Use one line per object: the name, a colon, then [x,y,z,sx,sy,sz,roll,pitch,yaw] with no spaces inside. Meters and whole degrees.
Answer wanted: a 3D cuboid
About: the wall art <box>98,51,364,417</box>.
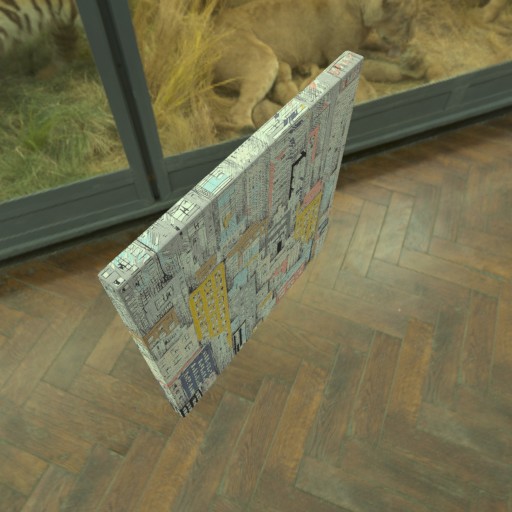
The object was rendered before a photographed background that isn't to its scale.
wall art: [0.000,0.000,1.160,0.048,0.762,0.761,32,62,20]
